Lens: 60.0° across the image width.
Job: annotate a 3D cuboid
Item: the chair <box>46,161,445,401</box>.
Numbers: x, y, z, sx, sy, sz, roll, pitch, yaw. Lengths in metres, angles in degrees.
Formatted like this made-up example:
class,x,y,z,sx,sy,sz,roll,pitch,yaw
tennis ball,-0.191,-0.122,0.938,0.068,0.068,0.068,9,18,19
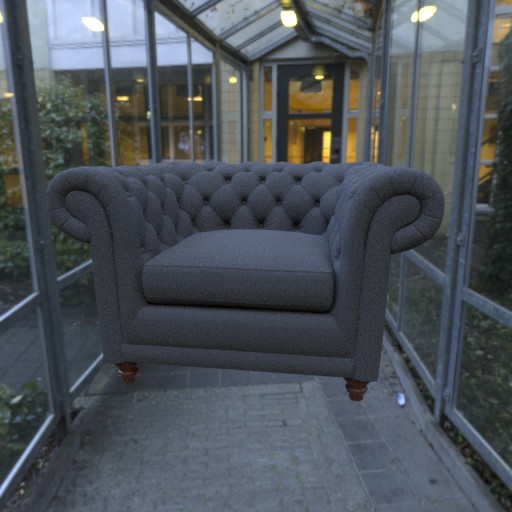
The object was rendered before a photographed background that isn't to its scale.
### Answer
class,x,y,z,sx,sy,sz,roll,pitch,yaw
chair,0.000,0.000,1.865,1.270,0.770,0.976,2,13,8
